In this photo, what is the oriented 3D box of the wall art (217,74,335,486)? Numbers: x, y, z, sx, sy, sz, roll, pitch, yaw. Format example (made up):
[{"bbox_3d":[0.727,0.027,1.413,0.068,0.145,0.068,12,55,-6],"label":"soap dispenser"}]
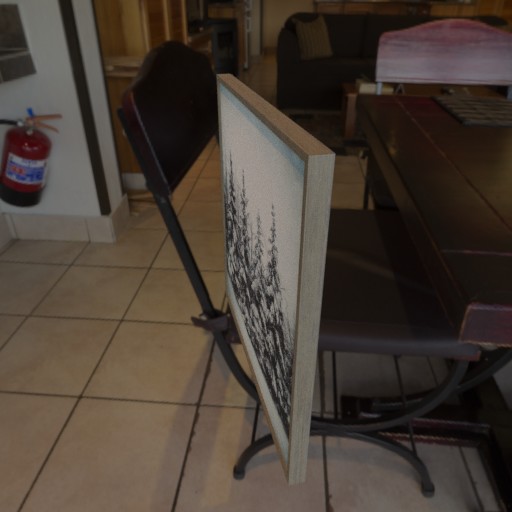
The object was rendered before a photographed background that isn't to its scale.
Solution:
[{"bbox_3d":[0.000,0.000,1.123,0.039,0.758,0.758,-7,31,-12],"label":"wall art"}]
